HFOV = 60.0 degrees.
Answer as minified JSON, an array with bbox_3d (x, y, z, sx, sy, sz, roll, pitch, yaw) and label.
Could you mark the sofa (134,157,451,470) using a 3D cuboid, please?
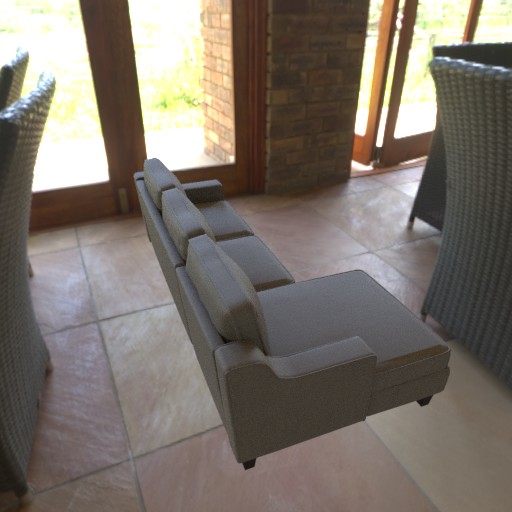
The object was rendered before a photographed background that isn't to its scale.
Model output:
[{"bbox_3d":[0.000,0.000,3.150,1.294,0.928,2.561,-11,32,-19],"label":"sofa"}]
